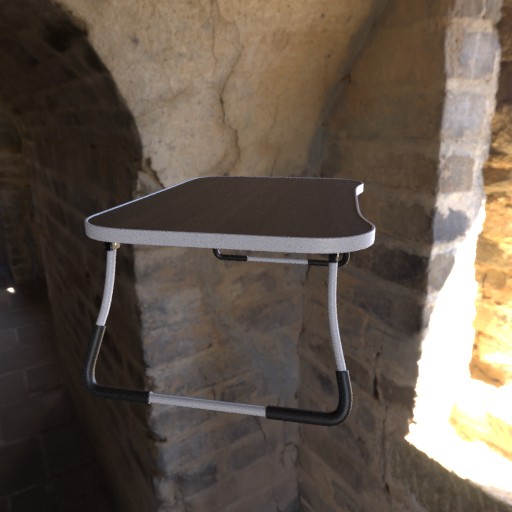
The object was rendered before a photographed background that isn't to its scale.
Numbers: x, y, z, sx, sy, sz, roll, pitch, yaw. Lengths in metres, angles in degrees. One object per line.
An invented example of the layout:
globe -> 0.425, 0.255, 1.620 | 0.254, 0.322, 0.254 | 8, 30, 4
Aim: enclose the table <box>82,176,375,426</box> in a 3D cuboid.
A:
table -> 0.000, 0.000, 0.850 | 0.400, 0.232, 0.660 | 3, 17, 11
